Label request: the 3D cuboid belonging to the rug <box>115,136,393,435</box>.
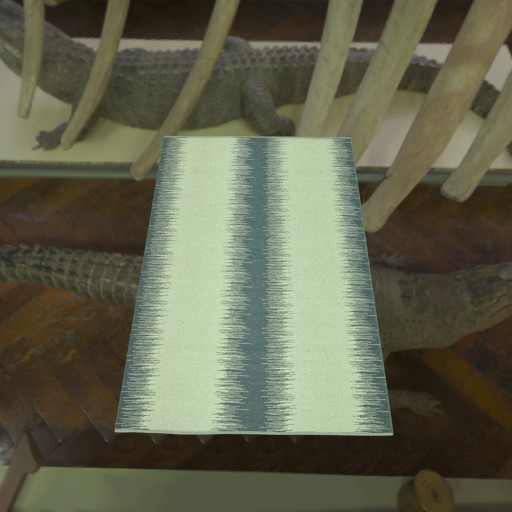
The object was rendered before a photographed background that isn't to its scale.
[{"bbox_3d":[0.000,0.000,2.442,1.234,0.006,1.854,1,58,0],"label":"rug"}]
